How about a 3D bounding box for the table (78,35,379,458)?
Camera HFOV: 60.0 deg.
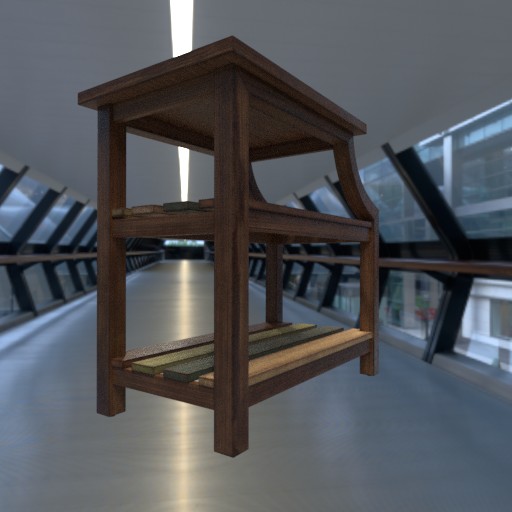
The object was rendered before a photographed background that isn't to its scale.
[{"bbox_3d":[0.000,0.000,0.940,0.356,0.584,0.609,0,-1,35],"label":"table"}]
